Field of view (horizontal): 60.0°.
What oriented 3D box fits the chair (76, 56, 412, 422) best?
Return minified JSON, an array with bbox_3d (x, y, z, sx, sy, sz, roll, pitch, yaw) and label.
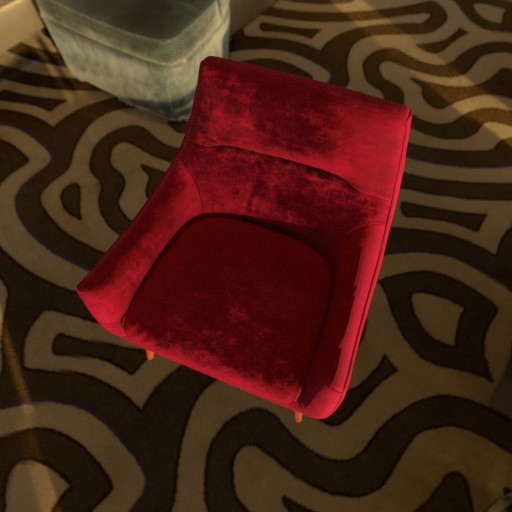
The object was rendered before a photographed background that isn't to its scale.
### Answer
[{"bbox_3d":[0.000,0.000,1.416,0.762,0.838,0.787,19,60,11],"label":"chair"}]
